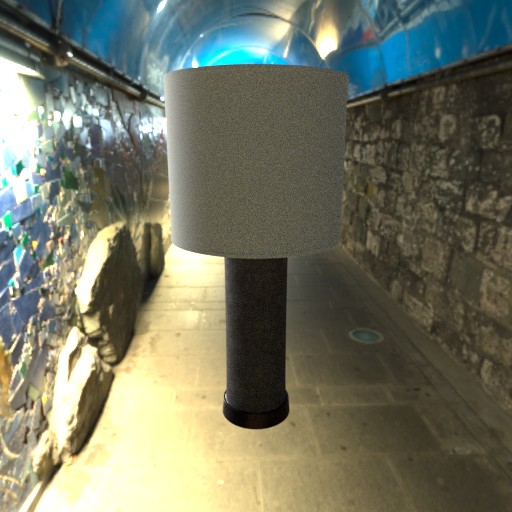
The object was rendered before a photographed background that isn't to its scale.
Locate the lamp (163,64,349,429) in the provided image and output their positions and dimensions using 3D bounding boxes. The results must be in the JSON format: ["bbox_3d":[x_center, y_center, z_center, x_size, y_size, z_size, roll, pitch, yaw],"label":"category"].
[{"bbox_3d":[0.000,0.000,0.807,0.301,0.630,0.301,3,15,10],"label":"lamp"}]
